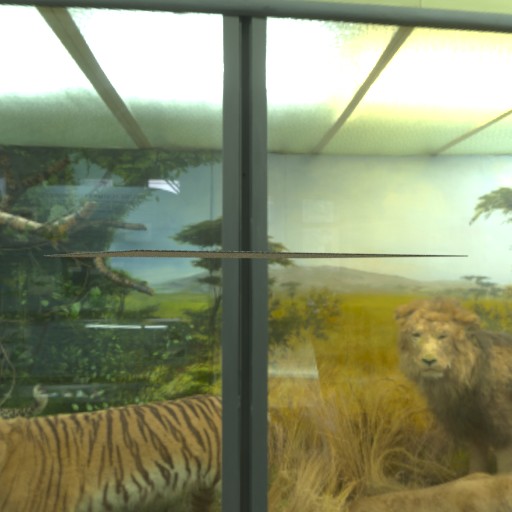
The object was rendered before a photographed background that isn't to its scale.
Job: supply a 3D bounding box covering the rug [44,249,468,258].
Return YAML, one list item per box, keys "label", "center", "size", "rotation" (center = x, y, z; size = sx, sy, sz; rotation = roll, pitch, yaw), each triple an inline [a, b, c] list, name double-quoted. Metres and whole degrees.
- label: "rug"
  center: [0.000, 0.000, 5.087]
  size: [3.957, 0.011, 2.894]
  rotation: [1, -1, -36]
